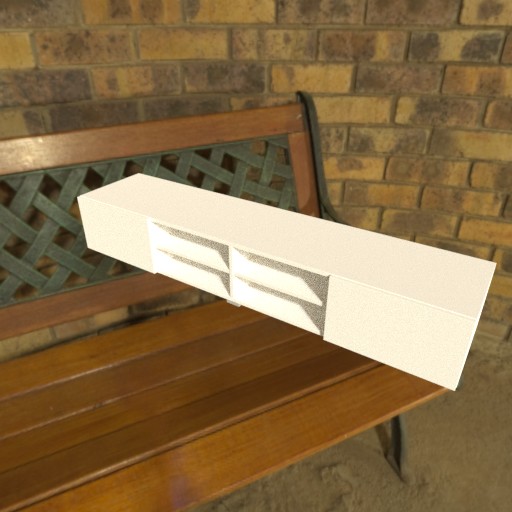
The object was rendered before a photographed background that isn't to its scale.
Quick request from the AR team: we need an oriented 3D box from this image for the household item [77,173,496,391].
[{"bbox_3d":[0.000,0.000,2.001,1.850,0.310,0.420,18,34,28],"label":"household item"}]
